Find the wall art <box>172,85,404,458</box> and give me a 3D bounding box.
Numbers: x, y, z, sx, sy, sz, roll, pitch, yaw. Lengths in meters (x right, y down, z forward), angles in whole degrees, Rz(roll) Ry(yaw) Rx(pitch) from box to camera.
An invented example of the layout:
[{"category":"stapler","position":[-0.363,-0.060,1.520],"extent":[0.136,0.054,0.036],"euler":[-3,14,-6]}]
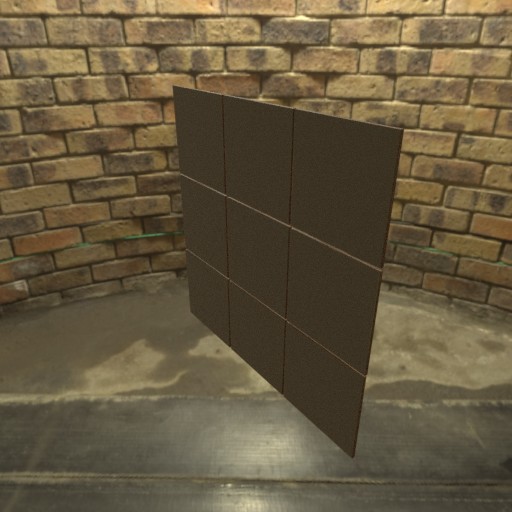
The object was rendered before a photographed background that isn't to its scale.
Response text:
[{"category":"wall art","position":[0.000,0.000,1.376],"extent":[0.010,0.917,0.919],"euler":[-19,33,-33]}]
